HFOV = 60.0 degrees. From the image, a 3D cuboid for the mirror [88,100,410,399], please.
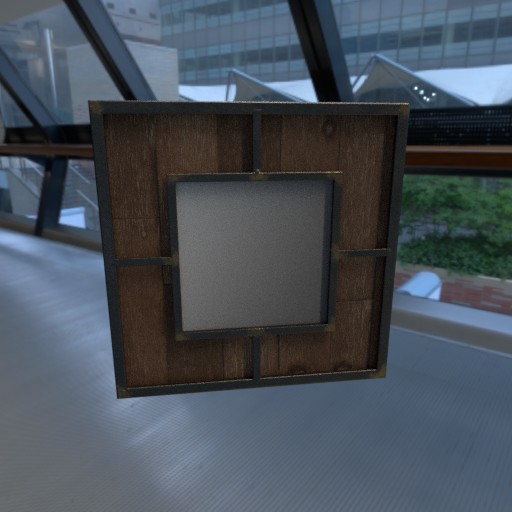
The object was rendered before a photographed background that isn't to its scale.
[{"bbox_3d":[0.000,0.000,0.579,0.382,0.381,0.020,-2,16,-8],"label":"mirror"}]
